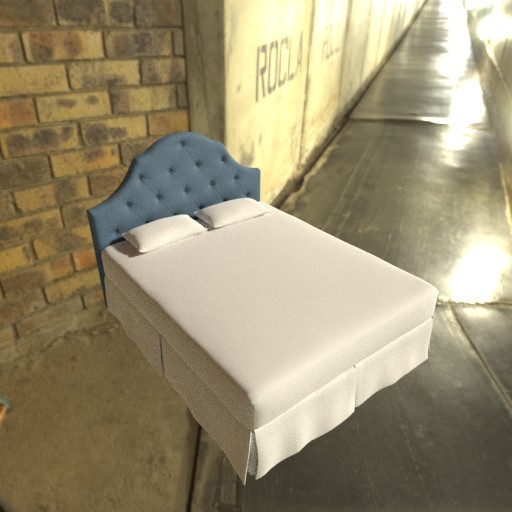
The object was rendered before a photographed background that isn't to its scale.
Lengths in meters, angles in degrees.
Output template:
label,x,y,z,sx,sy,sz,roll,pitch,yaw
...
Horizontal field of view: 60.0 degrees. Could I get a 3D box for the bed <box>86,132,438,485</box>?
label,x,y,z,sx,sy,sz,roll,pitch,yaw
bed,0.000,0.000,3.787,2.039,1.617,2.477,-21,35,-32
